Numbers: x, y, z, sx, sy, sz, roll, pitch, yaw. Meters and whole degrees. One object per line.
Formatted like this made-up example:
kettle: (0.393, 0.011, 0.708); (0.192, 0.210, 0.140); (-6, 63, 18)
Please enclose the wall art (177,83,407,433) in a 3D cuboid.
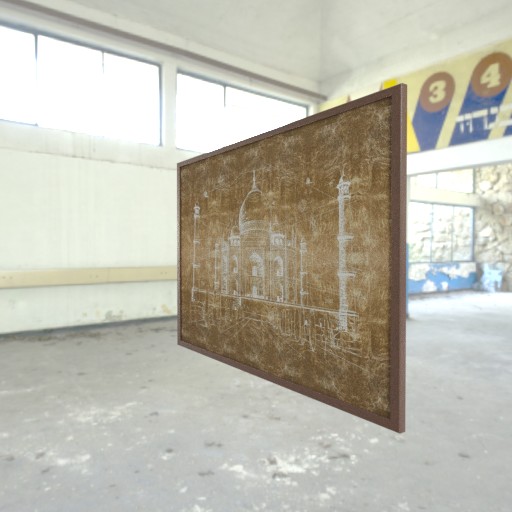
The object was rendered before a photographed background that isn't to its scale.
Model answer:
wall art: (0.000, 0.000, 0.846); (0.014, 0.455, 0.660); (-1, 1, -36)
